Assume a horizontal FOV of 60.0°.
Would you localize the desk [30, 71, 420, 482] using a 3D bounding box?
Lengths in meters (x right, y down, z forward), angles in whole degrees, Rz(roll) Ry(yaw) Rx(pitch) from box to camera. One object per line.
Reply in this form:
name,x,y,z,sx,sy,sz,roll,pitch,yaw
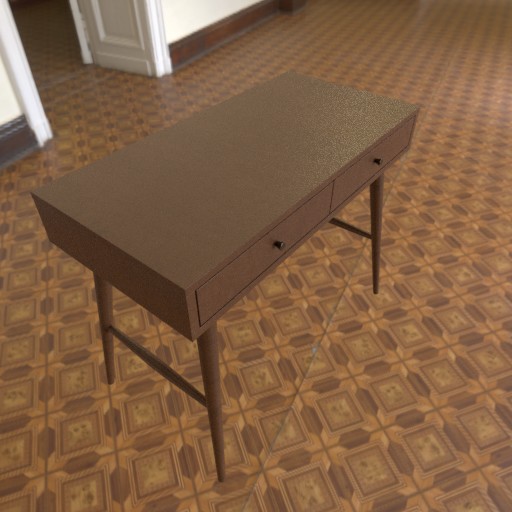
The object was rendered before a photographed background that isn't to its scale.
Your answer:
desk,0.000,0.000,1.363,0.510,0.758,0.949,28,48,28
